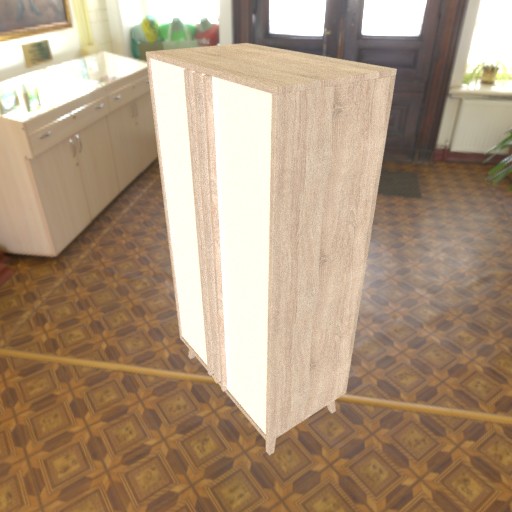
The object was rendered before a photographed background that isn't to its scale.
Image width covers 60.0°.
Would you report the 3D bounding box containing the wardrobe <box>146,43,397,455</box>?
[{"bbox_3d":[0.000,0.000,2.395,0.600,1.960,1.000,-21,38,-30],"label":"wardrobe"}]
